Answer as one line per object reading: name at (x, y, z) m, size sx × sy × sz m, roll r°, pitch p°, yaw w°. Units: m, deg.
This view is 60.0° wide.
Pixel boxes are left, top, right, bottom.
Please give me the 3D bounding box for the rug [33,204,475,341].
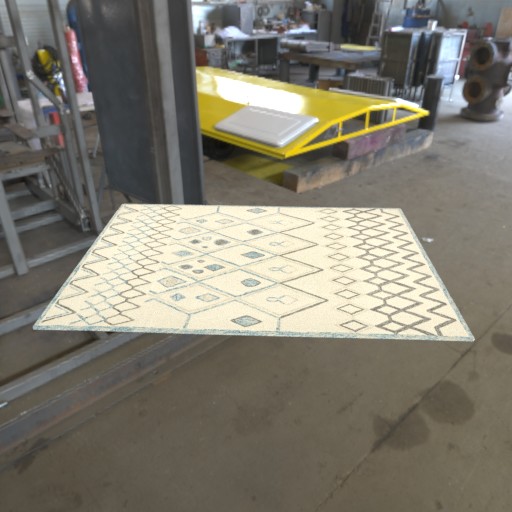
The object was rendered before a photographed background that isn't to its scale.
rug at (0.000, 0.000, 2.357) m, size 1.820 × 0.009 × 1.260 m, roll 1°, pitch 31°, yaw 2°
